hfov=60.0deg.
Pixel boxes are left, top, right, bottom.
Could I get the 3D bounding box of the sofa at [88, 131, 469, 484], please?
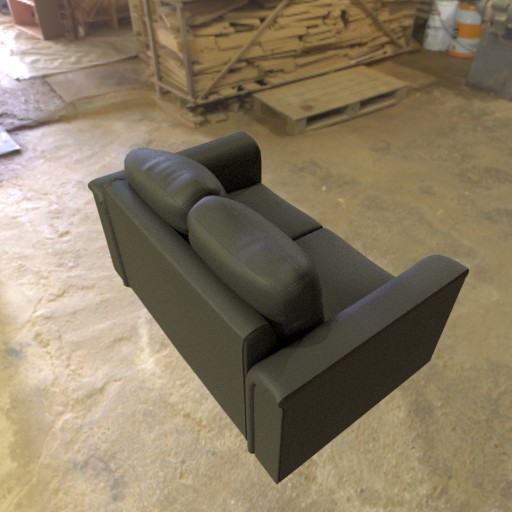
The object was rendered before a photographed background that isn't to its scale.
[{"bbox_3d":[0.000,0.000,1.919,0.887,0.845,1.386,-26,47,-27],"label":"sofa"}]
